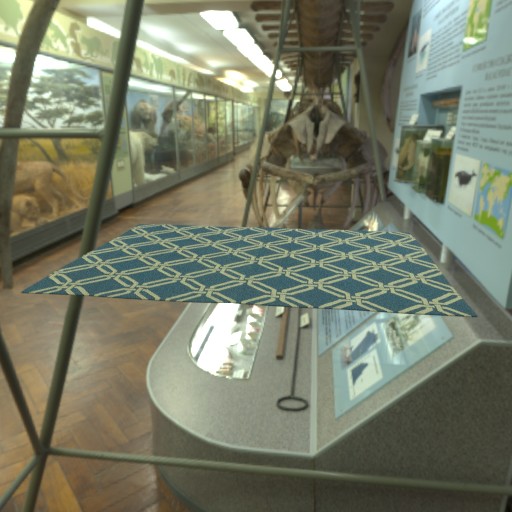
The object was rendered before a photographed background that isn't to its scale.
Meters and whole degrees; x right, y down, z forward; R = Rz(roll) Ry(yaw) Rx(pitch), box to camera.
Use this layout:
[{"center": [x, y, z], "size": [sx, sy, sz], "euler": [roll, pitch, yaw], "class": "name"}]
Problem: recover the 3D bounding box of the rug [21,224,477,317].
[{"center": [0.000, 0.000, 2.741], "size": [2.135, 0.013, 1.524], "euler": [2, 17, 7], "class": "rug"}]
